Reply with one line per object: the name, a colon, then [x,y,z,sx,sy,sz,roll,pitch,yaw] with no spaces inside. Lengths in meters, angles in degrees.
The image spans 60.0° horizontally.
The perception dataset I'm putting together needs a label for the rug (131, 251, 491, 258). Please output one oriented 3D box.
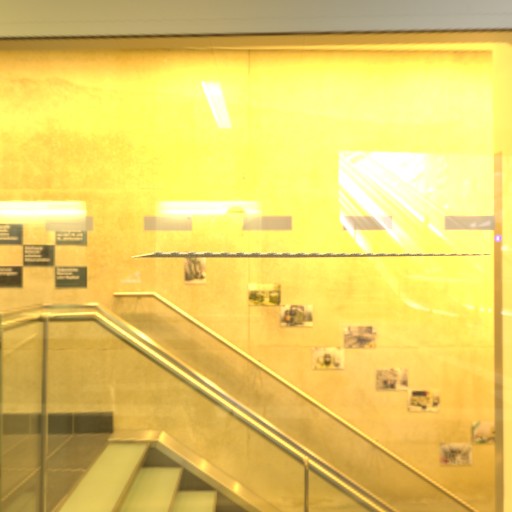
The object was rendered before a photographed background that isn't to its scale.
rug: [0.000,0.000,2.968,1.539,0.011,2.410,0,-1,-18]
